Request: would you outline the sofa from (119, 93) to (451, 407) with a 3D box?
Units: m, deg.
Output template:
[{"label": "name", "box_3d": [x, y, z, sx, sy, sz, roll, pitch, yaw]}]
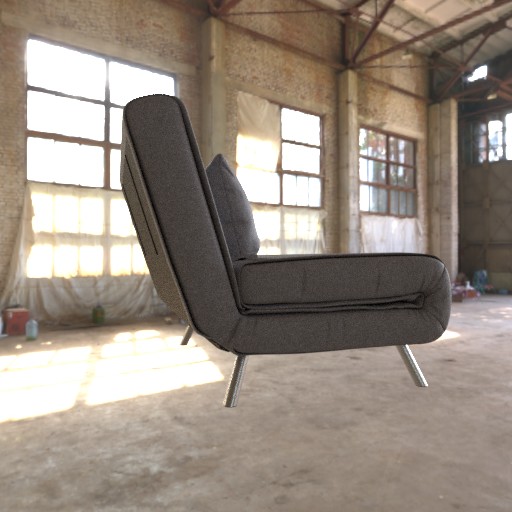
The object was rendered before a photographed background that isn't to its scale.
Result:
[{"label": "sofa", "box_3d": [0.000, 0.000, 1.706, 1.000, 0.825, 1.020, 0, 0, -18]}]
